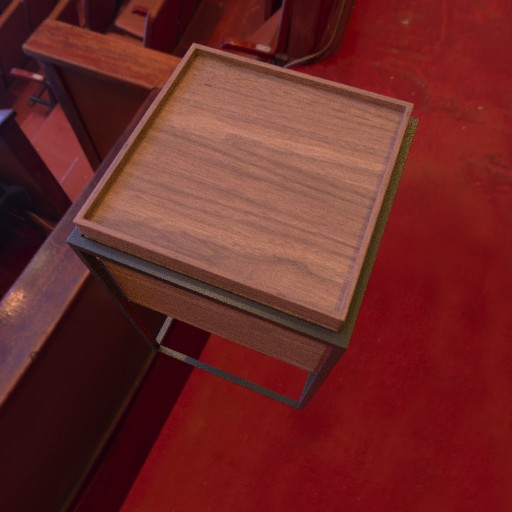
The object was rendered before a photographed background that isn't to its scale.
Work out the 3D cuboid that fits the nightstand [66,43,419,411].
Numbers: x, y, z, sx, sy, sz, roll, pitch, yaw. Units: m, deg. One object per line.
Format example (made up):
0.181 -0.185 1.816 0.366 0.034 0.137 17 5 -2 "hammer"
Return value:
0.000 0.000 0.887 0.397 0.607 0.397 20 65 10 "nightstand"
